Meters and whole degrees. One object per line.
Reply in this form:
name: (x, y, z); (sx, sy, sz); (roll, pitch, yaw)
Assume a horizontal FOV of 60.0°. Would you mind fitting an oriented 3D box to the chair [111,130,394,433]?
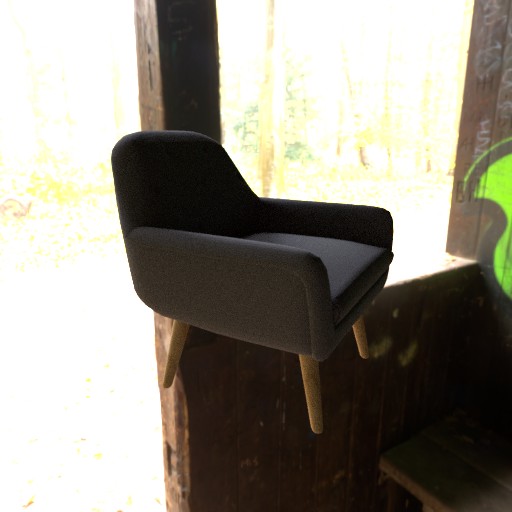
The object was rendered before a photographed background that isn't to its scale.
chair: (0.000, 0.000, 1.463); (0.779, 0.800, 0.770); (8, 17, 28)
